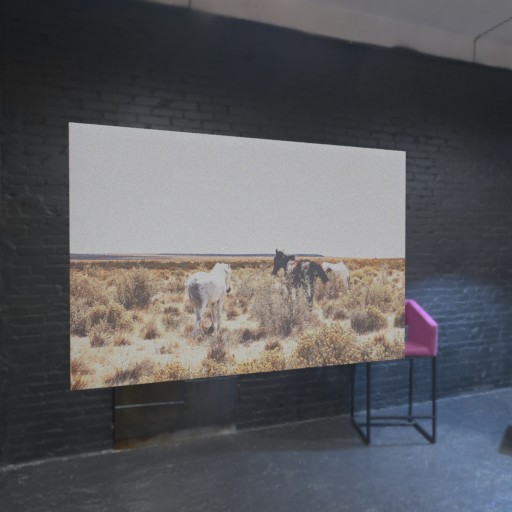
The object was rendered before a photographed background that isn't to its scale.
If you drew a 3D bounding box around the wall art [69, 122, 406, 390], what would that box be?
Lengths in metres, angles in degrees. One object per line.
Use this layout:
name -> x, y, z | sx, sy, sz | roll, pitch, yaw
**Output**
wall art -> 0.000, 0.000, 1.179 | 0.914, 0.610, 0.050 | 0, 1, -19
